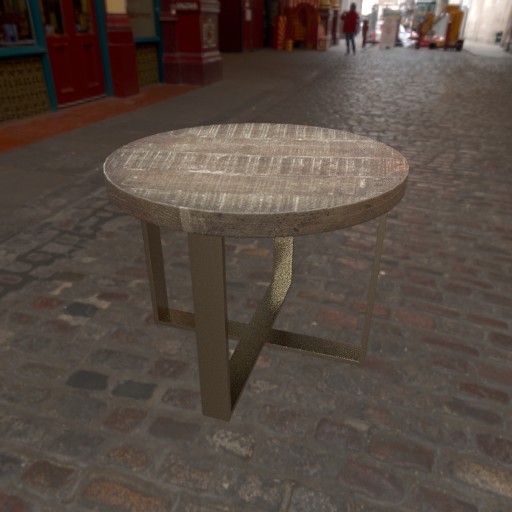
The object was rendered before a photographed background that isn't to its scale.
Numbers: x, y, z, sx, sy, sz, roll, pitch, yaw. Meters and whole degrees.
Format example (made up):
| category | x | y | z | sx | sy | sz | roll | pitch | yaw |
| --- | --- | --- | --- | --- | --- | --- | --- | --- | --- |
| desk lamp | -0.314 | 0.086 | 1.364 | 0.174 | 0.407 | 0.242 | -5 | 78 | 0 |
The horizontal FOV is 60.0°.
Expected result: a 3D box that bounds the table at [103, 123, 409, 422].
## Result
| category | x | y | z | sx | sy | sz | roll | pitch | yaw |
| --- | --- | --- | --- | --- | --- | --- | --- | --- | --- |
| table | 0.000 | 0.000 | 0.947 | 0.557 | 0.437 | 0.557 | 0 | 29 | 0 |
